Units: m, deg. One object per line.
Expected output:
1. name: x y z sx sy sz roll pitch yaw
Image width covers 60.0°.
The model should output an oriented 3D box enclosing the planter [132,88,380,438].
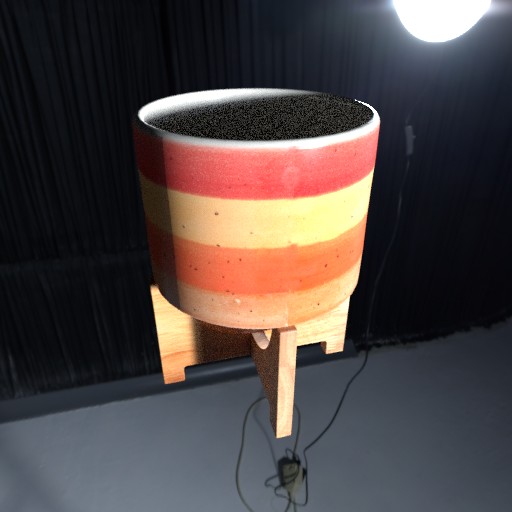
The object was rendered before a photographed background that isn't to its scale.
1. planter: 0.000 0.000 0.416 0.199 0.268 0.199 0 30 0
